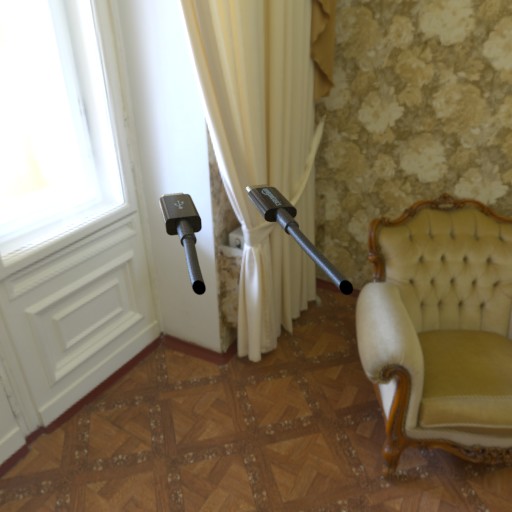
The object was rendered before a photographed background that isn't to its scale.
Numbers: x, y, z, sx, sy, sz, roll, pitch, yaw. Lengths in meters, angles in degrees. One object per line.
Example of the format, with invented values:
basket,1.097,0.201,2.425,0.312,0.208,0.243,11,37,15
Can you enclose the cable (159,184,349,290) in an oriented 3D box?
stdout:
cable,0.000,0.000,0.113,0.040,0.006,0.098,-8,29,-14
